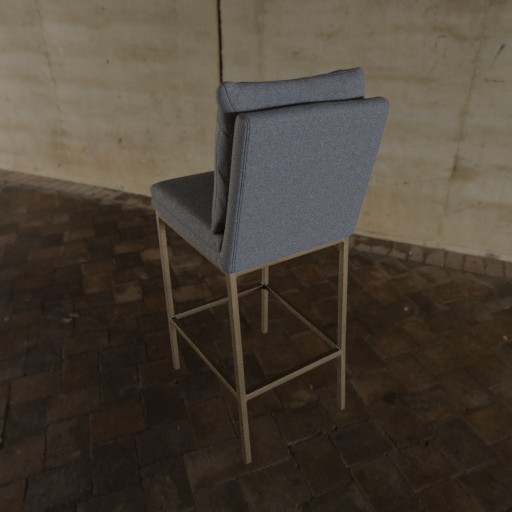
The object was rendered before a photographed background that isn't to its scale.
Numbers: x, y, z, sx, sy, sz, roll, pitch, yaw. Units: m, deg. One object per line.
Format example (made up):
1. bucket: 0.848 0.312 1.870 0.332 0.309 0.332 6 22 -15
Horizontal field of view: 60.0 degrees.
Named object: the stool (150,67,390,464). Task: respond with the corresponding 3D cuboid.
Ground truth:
1. stool: 0.000 0.000 1.426 0.463 1.130 0.569 -17 33 -29
